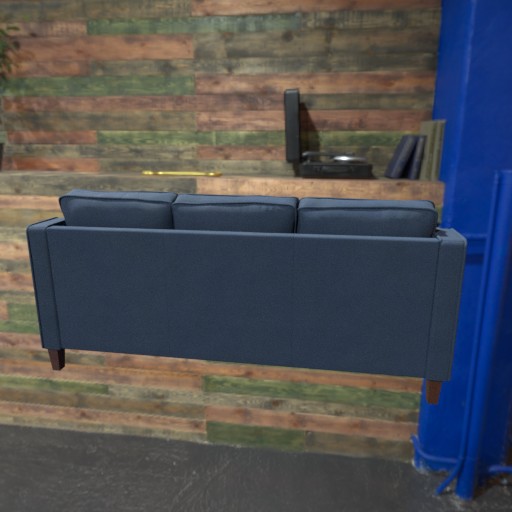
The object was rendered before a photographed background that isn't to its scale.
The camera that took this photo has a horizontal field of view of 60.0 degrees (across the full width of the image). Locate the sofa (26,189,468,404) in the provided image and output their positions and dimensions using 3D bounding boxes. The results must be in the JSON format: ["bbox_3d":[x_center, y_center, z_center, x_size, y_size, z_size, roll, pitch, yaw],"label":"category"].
[{"bbox_3d":[0.000,0.000,3.214,2.317,1.066,1.858,2,14,9],"label":"sofa"}]
